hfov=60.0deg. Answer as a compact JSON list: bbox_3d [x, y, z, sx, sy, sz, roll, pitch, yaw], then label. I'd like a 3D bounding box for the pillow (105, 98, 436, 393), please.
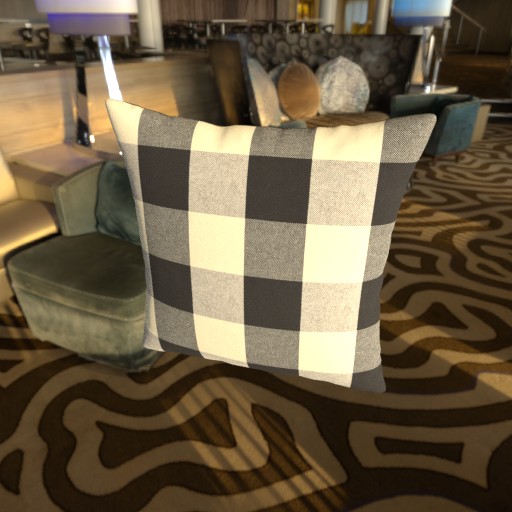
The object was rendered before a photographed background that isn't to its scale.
[{"bbox_3d":[0.000,0.000,0.781,0.511,0.509,0.161,7,29,14],"label":"pillow"}]
